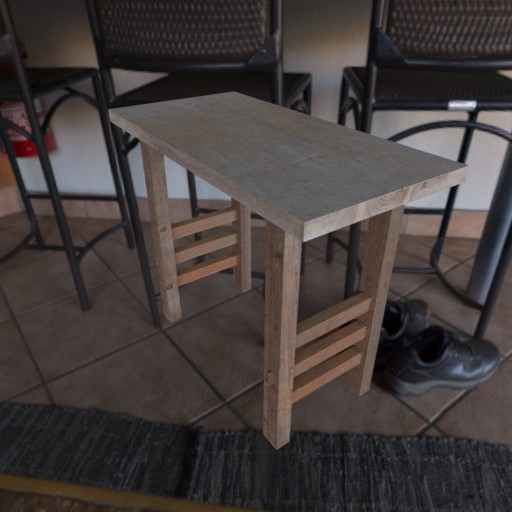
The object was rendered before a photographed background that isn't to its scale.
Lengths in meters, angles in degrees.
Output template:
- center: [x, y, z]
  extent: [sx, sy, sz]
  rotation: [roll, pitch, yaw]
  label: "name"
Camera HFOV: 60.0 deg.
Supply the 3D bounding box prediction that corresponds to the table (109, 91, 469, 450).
- center: [0.000, 0.000, 1.633]
  extent: [0.556, 0.914, 1.119]
  rotation: [-20, 37, -29]
  label: "table"
